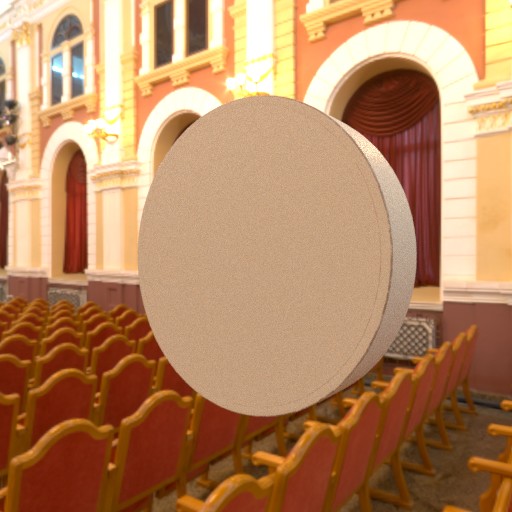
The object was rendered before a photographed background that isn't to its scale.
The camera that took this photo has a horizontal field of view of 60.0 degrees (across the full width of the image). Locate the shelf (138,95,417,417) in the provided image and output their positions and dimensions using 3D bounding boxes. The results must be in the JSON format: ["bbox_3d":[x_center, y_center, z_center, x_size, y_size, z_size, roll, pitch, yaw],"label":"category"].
[{"bbox_3d":[0.000,0.000,1.197,0.806,0.807,0.158,0,0,37],"label":"shelf"}]
